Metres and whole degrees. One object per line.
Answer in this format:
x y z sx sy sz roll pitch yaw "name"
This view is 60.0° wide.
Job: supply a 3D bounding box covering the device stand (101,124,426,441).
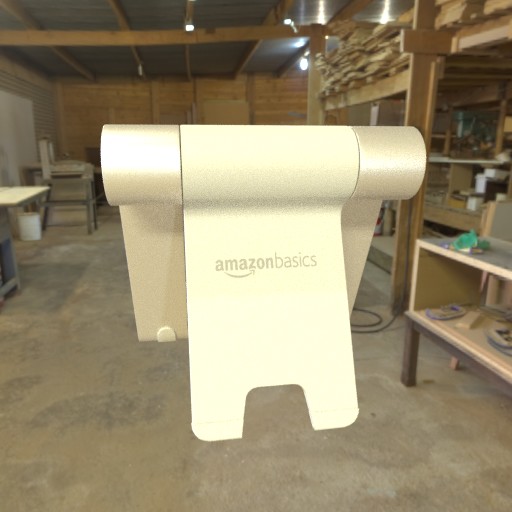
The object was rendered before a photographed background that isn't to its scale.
0.000 0.000 0.150 0.086 0.084 0.079 -2 14 -9 "device stand"
